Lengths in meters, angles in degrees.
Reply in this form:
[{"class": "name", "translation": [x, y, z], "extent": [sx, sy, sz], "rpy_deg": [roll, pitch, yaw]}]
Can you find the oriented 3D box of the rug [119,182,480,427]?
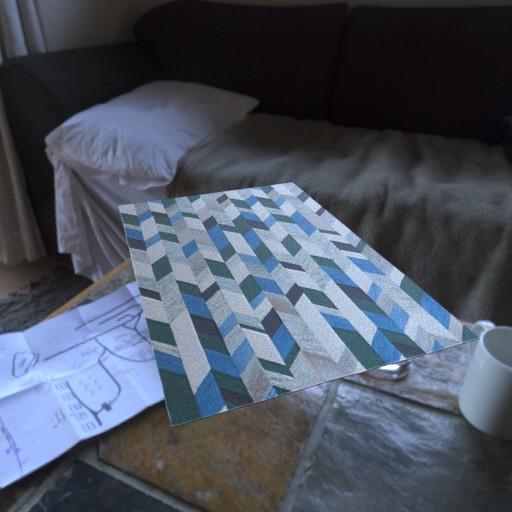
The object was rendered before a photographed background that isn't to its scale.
[{"class": "rug", "translation": [0.000, 0.000, 2.299], "extent": [1.229, 0.005, 1.827], "rpy_deg": [-10, 32, -17]}]
